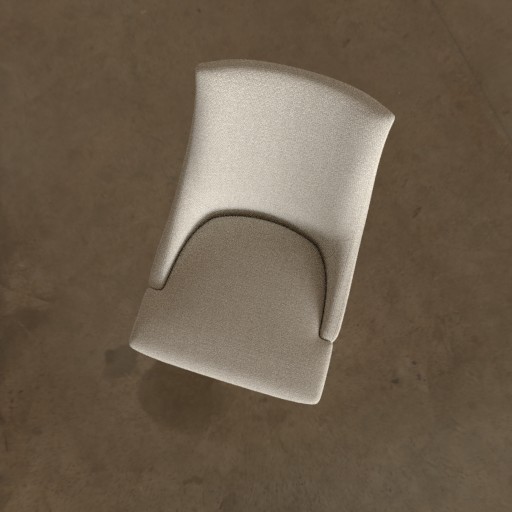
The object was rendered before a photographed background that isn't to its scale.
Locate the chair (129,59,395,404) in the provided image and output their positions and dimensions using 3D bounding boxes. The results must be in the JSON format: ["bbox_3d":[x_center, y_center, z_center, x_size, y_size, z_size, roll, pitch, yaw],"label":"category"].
[{"bbox_3d":[0.000,0.000,1.522,0.701,0.909,0.861,16,76,4],"label":"chair"}]
